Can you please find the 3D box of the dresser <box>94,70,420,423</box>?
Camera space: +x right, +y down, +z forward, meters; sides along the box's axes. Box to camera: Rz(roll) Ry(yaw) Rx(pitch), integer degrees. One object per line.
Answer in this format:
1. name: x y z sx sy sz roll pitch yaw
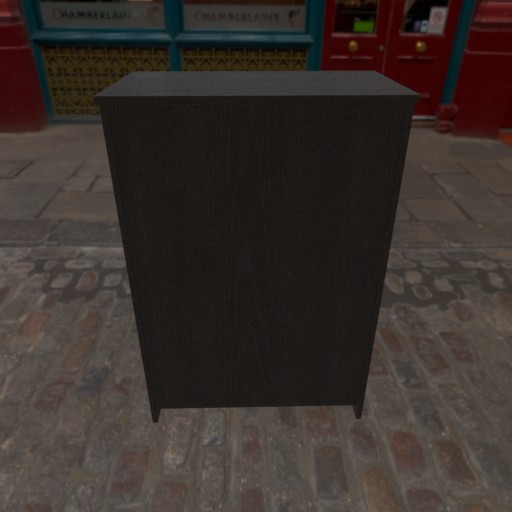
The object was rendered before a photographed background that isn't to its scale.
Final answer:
1. dresser: 0.000 0.000 1.373 0.700 1.020 0.398 -1 30 -1
